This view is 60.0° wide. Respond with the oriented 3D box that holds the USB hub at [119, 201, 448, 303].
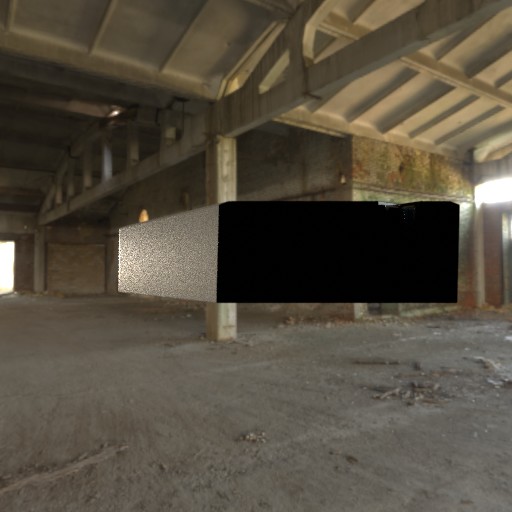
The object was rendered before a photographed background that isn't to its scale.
[{"bbox_3d":[0.000,0.000,0.126,0.044,0.023,0.110,1,-3,-36],"label":"USB hub"}]
